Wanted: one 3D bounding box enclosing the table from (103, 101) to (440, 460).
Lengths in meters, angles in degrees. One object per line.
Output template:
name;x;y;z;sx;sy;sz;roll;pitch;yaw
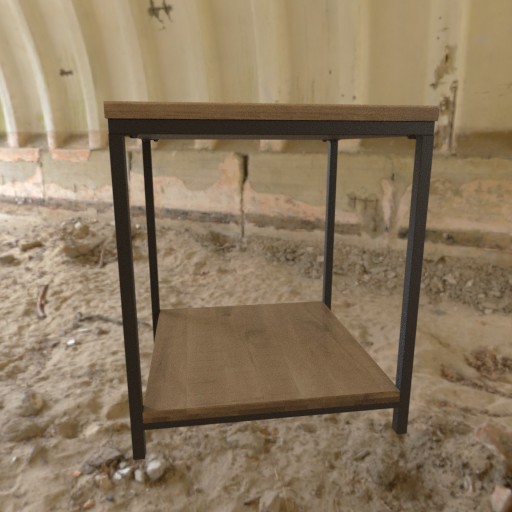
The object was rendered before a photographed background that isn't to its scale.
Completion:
table;0.000;0.000;0.969;0.507;0.589;0.503;-2;14;-8
